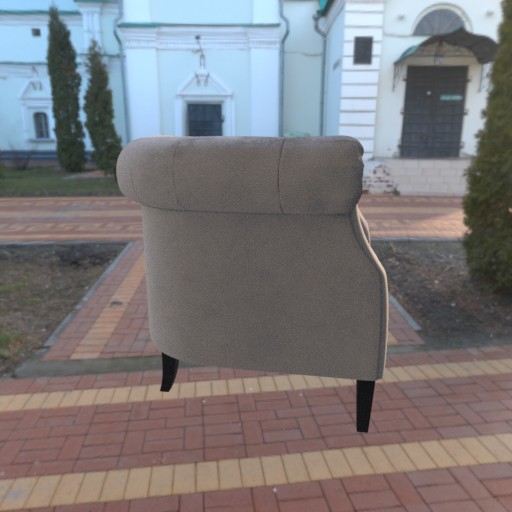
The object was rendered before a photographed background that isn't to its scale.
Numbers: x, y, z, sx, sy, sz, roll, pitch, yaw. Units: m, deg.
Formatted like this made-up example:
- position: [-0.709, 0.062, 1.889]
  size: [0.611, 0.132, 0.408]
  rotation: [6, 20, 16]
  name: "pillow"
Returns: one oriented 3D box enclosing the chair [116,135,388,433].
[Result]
- position: [0.000, 0.000, 1.572]
  size: [0.851, 0.826, 0.904]
  rotation: [3, 15, 10]
  name: "chair"
